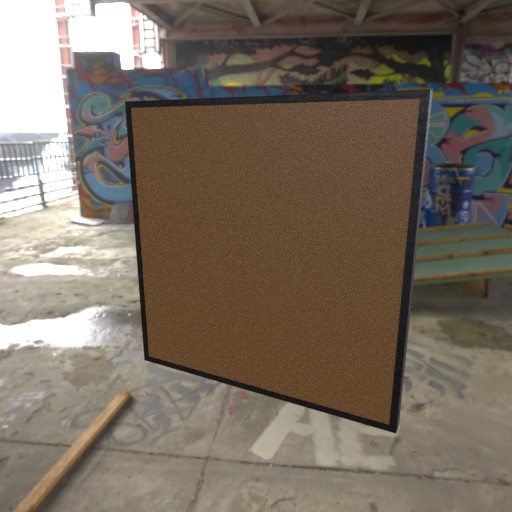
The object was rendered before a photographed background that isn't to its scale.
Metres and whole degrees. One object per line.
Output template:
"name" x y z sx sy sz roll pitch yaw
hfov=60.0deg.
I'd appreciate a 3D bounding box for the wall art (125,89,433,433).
"wall art" 0.000 0.000 1.126 0.763 0.763 0.039 8 17 26
